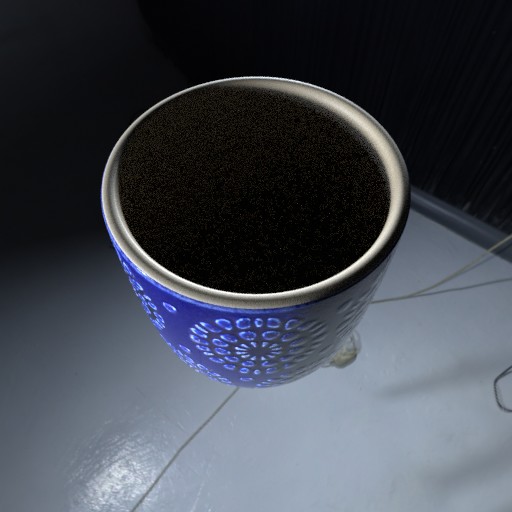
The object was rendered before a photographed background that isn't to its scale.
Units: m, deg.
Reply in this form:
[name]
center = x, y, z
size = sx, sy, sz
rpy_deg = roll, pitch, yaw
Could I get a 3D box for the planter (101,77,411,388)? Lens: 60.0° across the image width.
[planter]
center = 0.000, 0.000, 0.202
size = 0.109, 0.112, 0.109
rpy_deg = 0, 57, 0
